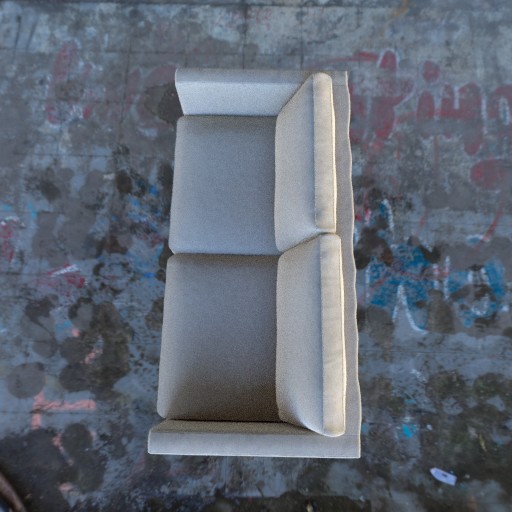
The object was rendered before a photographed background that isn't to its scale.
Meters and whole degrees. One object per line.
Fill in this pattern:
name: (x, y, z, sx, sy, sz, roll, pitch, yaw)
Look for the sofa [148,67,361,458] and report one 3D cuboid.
sofa: (0.000, 0.000, 2.411, 0.962, 0.835, 1.959, 1, 76, 0)
